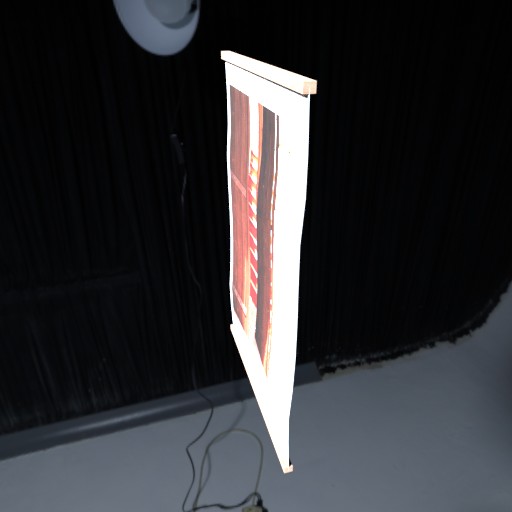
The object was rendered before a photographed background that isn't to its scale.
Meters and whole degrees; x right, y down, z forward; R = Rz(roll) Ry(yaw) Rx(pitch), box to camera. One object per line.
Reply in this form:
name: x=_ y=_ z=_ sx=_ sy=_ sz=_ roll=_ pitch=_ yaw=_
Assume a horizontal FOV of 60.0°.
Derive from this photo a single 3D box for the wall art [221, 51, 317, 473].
wall art: x=0.000 y=0.000 z=0.632 sx=0.012 sy=0.508 sz=0.332 roll=-8 pitch=30 yaw=-14
